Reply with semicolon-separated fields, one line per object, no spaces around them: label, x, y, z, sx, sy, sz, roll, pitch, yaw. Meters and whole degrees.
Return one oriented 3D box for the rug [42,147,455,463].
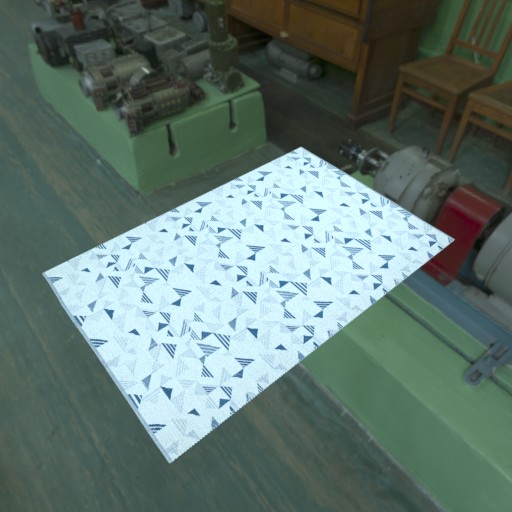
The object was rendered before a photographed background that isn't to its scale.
rug;0.000;0.000;2.335;1.835;0.003;1.206;-31;53;-26
